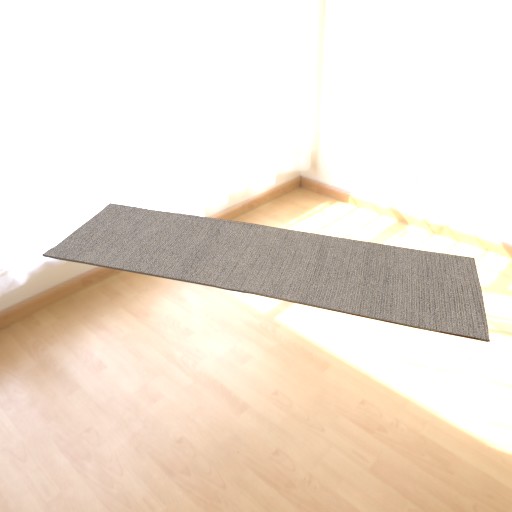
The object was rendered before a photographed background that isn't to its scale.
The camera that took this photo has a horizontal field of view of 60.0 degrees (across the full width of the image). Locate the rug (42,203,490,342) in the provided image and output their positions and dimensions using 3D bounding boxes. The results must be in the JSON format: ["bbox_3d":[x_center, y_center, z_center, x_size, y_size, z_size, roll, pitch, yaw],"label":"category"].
[{"bbox_3d":[0.000,0.000,2.458,2.320,0.032,0.692,10,33,15],"label":"rug"}]
